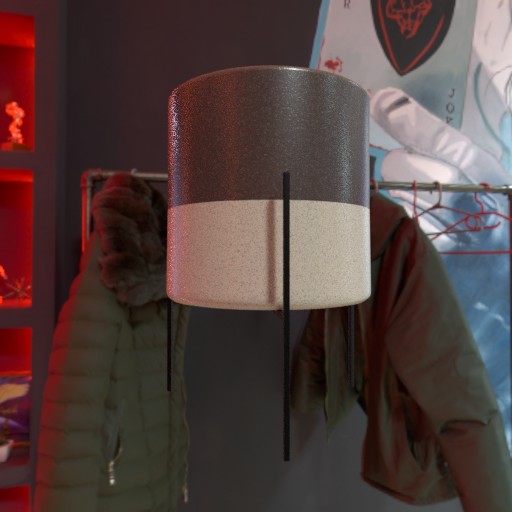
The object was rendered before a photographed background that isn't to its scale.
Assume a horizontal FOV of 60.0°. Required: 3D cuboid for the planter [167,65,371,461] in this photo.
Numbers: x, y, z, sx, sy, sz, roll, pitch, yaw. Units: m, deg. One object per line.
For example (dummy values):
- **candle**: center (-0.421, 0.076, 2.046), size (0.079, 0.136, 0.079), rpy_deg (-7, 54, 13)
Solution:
- **planter**: center (0.000, 0.000, 0.519), size (0.260, 0.353, 0.250), rpy_deg (0, 0, 18)
